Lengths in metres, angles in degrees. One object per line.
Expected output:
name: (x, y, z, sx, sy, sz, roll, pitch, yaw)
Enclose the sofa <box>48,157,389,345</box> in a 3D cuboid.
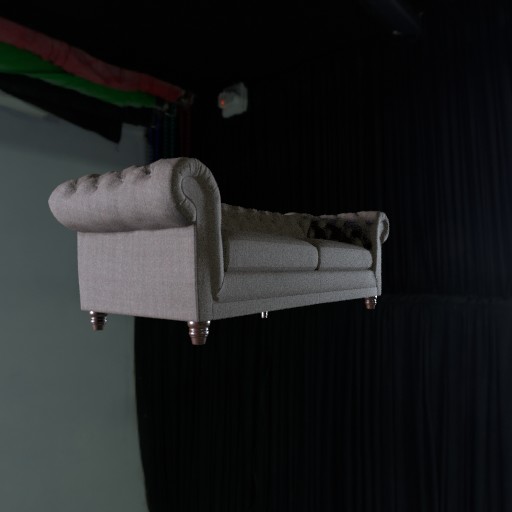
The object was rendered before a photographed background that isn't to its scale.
sofa: (0.000, 0.000, 2.867, 0.944, 0.787, 2.385, -1, -2, 36)
